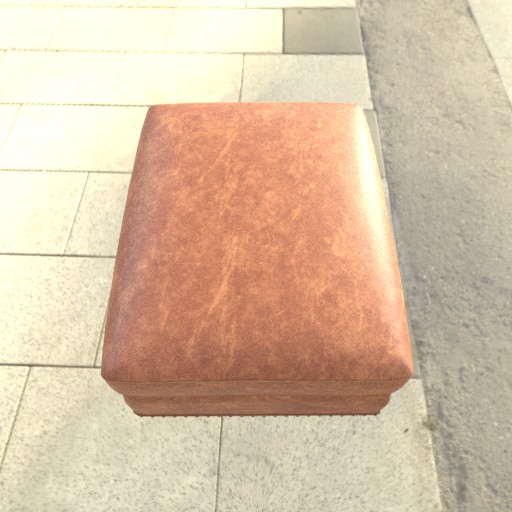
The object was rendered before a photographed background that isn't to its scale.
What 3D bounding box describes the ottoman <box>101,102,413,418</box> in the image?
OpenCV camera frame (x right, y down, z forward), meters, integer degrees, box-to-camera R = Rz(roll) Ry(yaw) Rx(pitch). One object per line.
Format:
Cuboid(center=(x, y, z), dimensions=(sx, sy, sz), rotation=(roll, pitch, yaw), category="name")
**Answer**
Cuboid(center=(0.000, 0.000, 1.127), dimensions=(0.586, 0.486, 0.742), rotation=(0, 58, 0), category="ottoman")
